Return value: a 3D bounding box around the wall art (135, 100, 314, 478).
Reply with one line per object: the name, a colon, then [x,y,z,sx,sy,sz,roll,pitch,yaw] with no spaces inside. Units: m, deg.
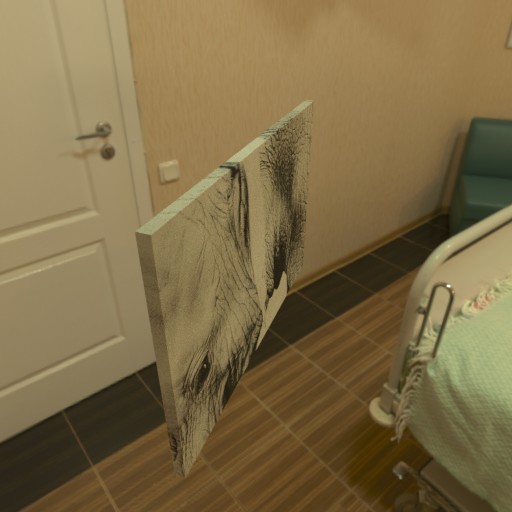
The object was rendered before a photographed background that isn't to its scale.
wall art: [0.000,0.000,1.465,0.035,0.758,1.141,12,34,18]
